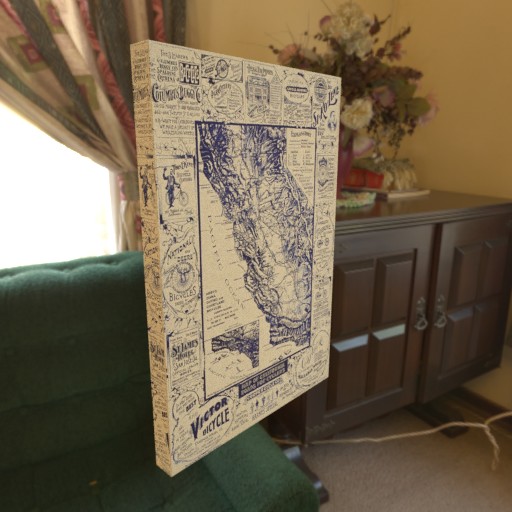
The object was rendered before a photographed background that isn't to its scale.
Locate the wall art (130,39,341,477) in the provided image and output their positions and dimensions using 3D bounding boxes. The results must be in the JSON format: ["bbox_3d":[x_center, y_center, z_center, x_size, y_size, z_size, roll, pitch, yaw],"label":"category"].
[{"bbox_3d":[0.000,0.000,0.746,0.040,0.601,0.408,13,19,42],"label":"wall art"}]
